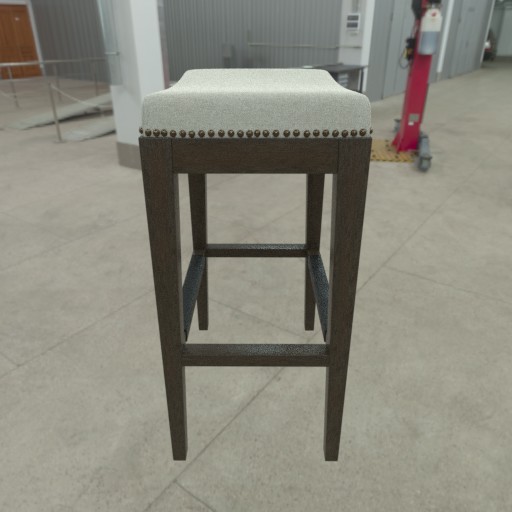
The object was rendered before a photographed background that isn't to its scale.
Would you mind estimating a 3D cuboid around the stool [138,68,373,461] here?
[{"bbox_3d":[0.000,0.000,1.013,0.358,0.759,0.498,0,27,0],"label":"stool"}]
